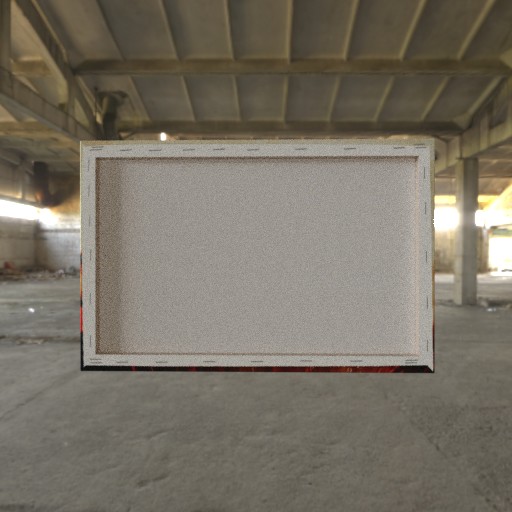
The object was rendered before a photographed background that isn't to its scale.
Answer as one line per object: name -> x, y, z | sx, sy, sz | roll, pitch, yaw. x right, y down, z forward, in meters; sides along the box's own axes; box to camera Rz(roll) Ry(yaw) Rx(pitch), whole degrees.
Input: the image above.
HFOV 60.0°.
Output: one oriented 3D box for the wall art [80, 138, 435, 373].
wall art -> 0.000, 0.000, 1.164 | 0.918, 0.602, 0.038 | 0, 0, 1
